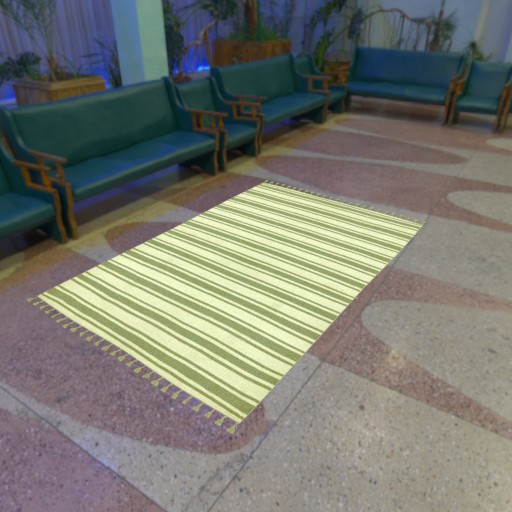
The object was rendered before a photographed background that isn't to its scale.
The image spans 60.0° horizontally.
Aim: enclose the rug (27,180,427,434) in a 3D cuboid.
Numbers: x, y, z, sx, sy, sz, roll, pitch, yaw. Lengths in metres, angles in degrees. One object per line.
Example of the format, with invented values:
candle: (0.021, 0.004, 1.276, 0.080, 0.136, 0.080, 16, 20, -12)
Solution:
rug: (0.000, 0.000, 3.017, 1.540, 0.018, 2.435, 21, 36, 31)
